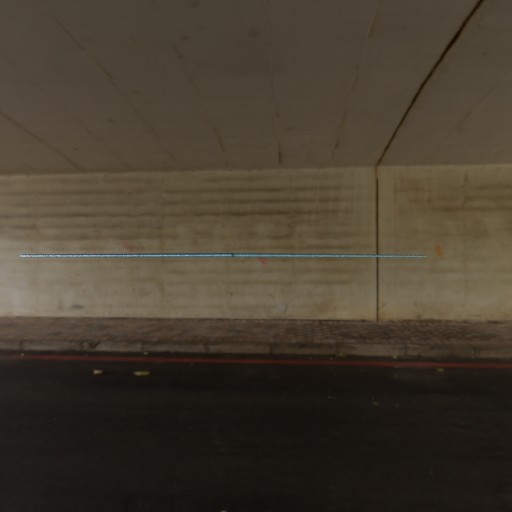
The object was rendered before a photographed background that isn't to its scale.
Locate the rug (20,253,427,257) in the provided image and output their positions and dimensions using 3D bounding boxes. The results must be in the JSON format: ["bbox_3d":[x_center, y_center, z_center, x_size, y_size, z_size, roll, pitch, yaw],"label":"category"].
[{"bbox_3d":[0.000,0.000,2.306,1.211,0.012,1.833,0,0,37],"label":"rug"}]
